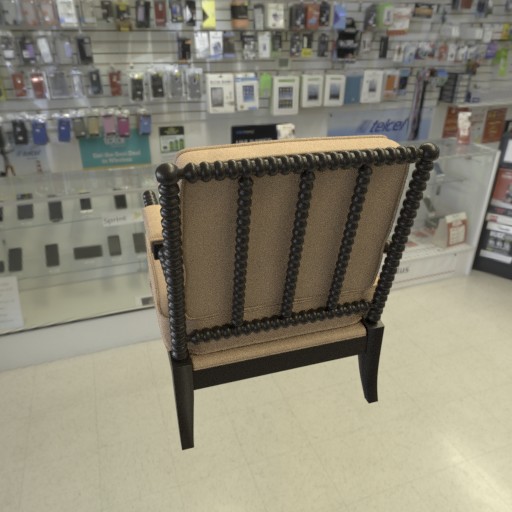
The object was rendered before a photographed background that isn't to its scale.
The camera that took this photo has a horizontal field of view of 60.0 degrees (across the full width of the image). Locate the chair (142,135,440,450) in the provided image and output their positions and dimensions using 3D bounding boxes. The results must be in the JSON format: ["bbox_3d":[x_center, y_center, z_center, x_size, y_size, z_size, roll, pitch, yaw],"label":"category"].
[{"bbox_3d":[0.000,0.000,1.177,0.555,0.703,0.657,-8,28,-15],"label":"chair"}]
